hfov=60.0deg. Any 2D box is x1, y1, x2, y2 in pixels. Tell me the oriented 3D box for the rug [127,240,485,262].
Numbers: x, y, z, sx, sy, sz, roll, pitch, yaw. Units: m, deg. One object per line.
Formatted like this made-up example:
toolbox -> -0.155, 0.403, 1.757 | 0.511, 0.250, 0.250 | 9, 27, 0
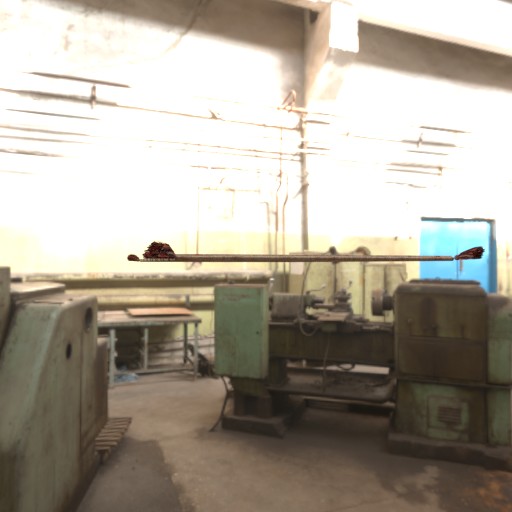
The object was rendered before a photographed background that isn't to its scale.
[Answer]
rug -> 0.000, 0.000, 2.622 | 1.444, 0.067, 2.069 | 0, -1, -18
